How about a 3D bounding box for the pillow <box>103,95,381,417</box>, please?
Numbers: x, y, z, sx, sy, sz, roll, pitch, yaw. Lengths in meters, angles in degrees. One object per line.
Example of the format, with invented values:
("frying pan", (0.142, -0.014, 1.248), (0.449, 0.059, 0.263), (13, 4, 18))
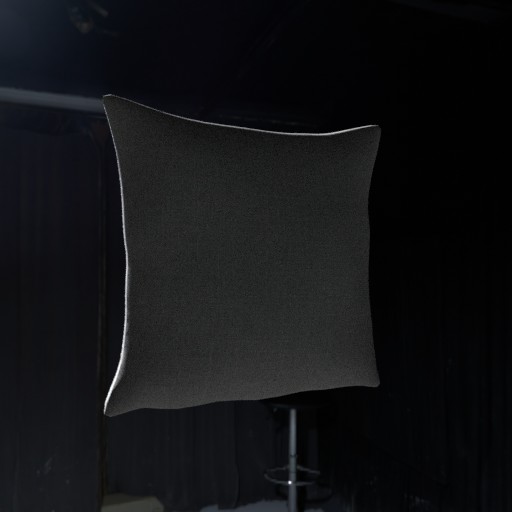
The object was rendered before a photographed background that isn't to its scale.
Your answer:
("pillow", (0.000, 0.000, 0.665), (0.435, 0.432, 0.138), (0, 0, -19))
